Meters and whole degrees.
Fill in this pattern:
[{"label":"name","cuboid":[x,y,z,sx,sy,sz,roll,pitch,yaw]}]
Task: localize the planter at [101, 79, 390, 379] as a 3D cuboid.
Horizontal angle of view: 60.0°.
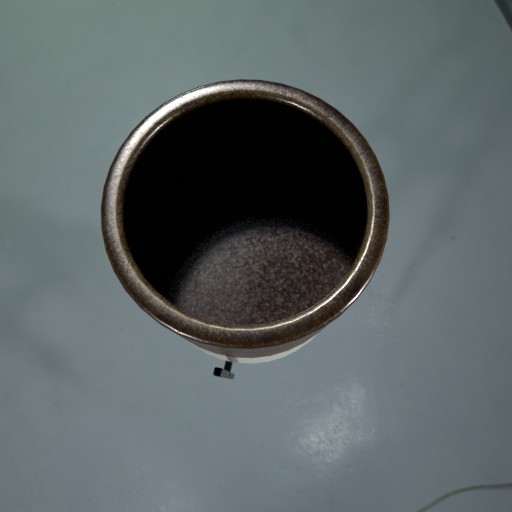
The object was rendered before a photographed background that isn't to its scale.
[{"label":"planter","cuboid":[0.000,0.000,0.555,0.269,0.375,0.255,-18,75,-5]}]
